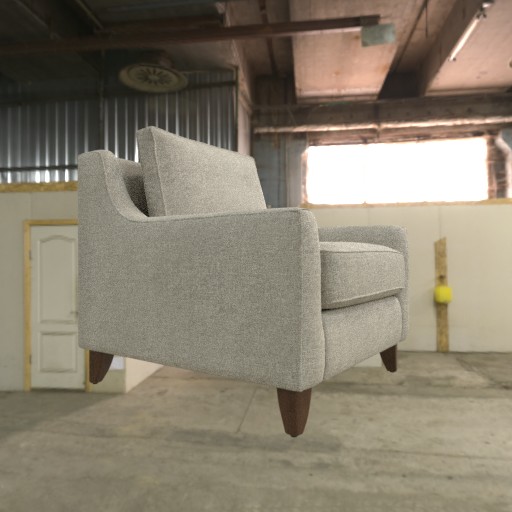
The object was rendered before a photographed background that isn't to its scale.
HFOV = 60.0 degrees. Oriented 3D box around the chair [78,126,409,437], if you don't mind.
[{"bbox_3d":[0.000,0.000,1.570,0.918,0.864,0.838,0,0,36],"label":"chair"}]
